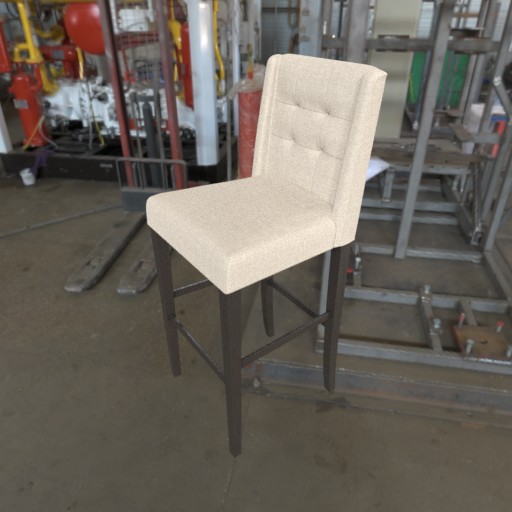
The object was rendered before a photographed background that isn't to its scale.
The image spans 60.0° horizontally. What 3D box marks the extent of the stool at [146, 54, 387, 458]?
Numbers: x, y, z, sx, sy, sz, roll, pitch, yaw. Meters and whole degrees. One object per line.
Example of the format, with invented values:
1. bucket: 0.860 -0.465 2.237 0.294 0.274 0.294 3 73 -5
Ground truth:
1. stool: 0.000 0.000 1.401 0.509 1.116 0.474 -20 36 -30
